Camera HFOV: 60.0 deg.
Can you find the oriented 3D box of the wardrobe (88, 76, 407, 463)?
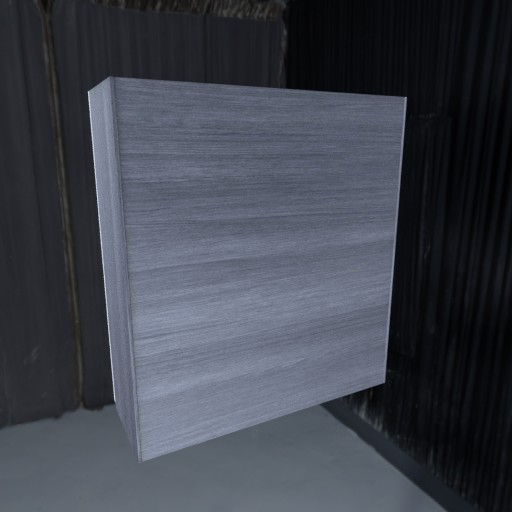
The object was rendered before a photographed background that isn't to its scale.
[{"bbox_3d":[0.000,0.000,2.833,1.780,1.960,0.629,-7,16,-27],"label":"wardrobe"}]
